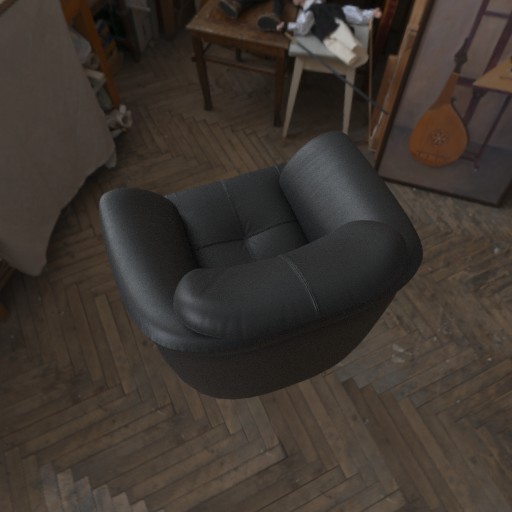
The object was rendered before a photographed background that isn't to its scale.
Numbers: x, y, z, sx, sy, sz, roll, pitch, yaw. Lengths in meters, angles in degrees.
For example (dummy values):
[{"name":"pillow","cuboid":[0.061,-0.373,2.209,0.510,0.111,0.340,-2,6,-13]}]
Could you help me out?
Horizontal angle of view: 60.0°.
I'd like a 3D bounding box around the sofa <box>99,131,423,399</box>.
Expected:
[{"name":"sofa","cuboid":[0.000,0.000,1.449,0.870,0.811,0.794,-17,61,-10]}]
